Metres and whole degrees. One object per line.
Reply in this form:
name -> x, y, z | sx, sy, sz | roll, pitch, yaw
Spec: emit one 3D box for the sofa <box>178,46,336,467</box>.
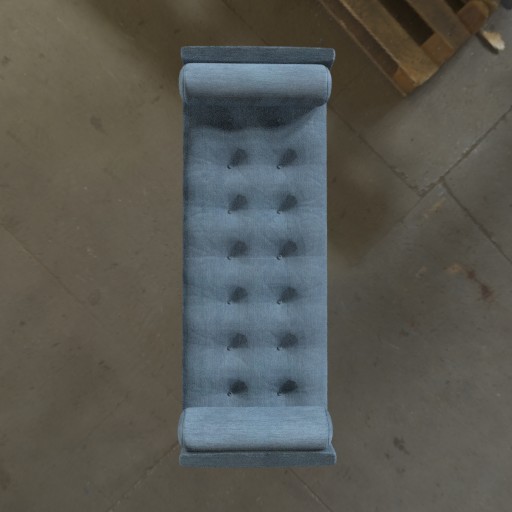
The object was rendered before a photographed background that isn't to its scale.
sofa -> 0.000, 0.000, 2.484 | 0.796, 0.705, 2.102 | 0, 89, -1
